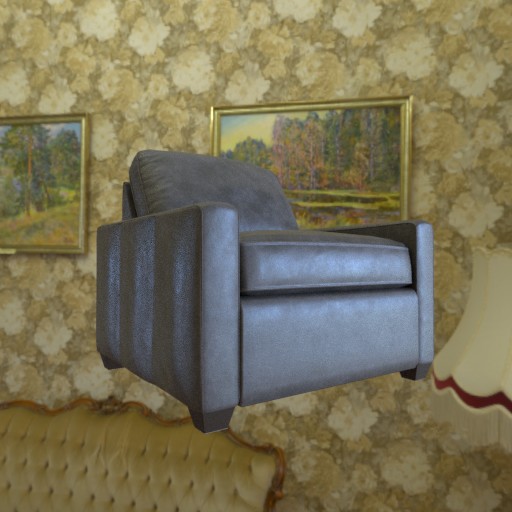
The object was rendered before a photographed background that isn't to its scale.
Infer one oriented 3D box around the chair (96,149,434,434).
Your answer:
[{"bbox_3d":[0.000,0.000,1.748,1.006,0.916,0.939,0,-1,-35],"label":"chair"}]
